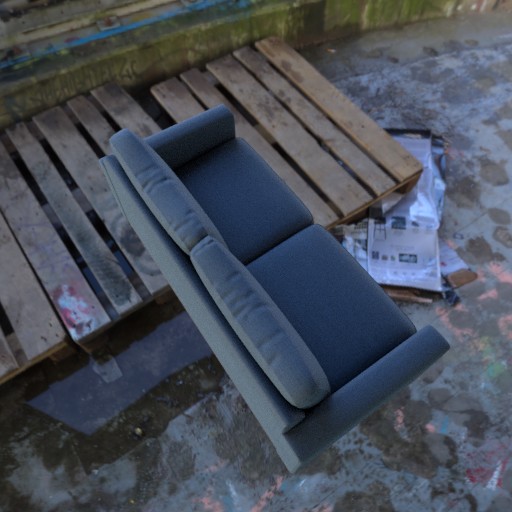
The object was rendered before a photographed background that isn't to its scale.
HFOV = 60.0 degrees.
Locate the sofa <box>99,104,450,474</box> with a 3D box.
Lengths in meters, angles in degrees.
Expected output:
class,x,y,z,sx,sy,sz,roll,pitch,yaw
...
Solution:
class,x,y,z,sx,sy,sz,roll,pitch,yaw
sofa,0.000,0.000,2.369,0.877,0.865,1.900,-30,64,-17
